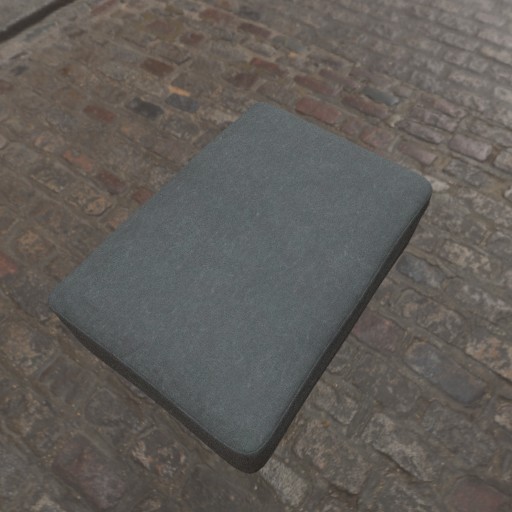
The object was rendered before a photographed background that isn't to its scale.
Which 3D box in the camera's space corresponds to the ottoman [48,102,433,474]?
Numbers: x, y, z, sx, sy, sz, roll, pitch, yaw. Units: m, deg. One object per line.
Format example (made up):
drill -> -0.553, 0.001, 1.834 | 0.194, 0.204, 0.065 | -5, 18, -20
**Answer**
ottoman -> 0.000, 0.000, 1.622 | 0.840, 0.429, 1.199 | 31, 63, 18
